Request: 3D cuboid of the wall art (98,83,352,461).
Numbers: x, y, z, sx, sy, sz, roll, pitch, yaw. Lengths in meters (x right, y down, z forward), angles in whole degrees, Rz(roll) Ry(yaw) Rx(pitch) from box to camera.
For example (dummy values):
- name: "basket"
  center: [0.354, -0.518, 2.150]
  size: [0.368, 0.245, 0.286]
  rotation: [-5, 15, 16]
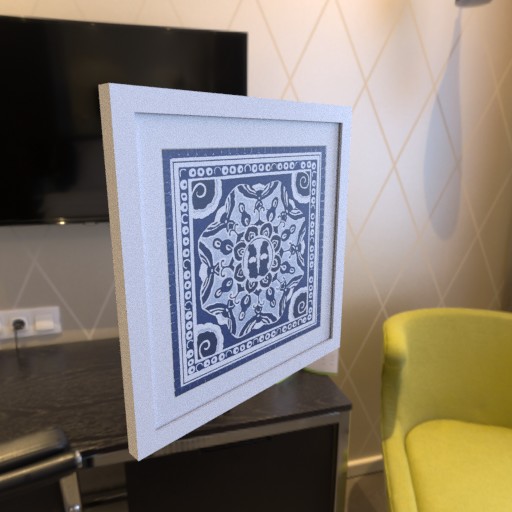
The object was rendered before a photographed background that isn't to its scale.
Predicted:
- name: "wall art"
  center: [0.000, 0.000, 0.831]
  size: [0.028, 0.559, 0.559]
  rotation: [14, 20, 43]
